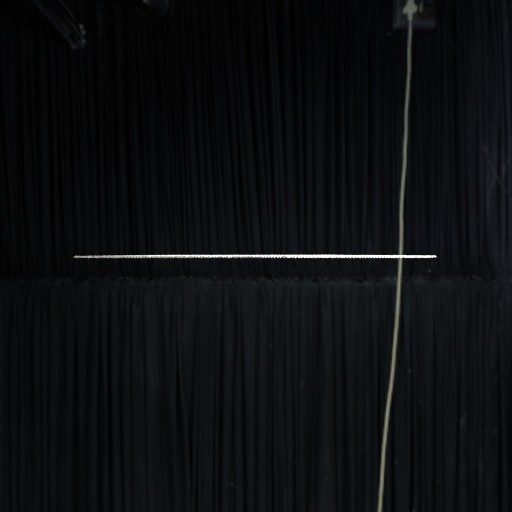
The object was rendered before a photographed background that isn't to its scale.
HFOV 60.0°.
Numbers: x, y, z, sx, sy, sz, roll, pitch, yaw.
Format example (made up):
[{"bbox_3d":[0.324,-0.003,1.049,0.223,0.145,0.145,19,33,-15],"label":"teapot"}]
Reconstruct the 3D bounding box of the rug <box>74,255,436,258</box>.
[{"bbox_3d":[0.000,0.000,3.045,1.529,0.010,2.440,0,0,0],"label":"rug"}]
